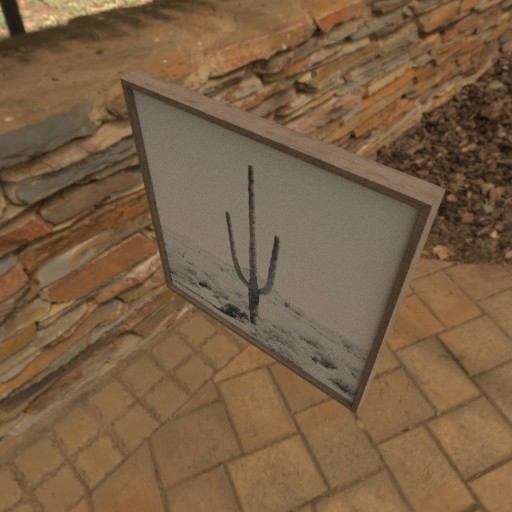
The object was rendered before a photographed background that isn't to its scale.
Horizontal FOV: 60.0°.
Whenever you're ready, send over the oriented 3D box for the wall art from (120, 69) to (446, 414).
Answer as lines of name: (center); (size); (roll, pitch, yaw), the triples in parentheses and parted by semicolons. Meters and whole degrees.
wall art: (0.000, 0.000, 0.776); (0.508, 0.508, 0.038); (29, 53, 25)
